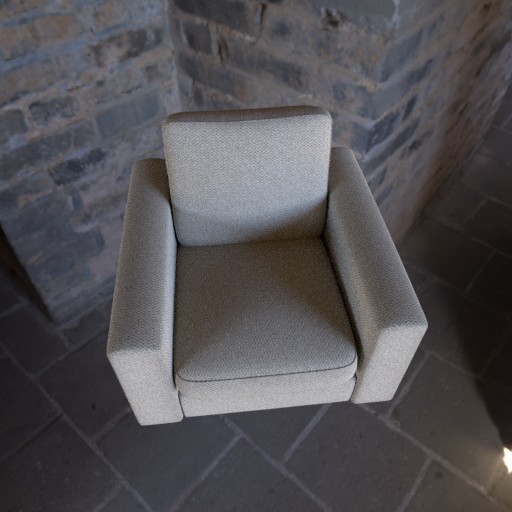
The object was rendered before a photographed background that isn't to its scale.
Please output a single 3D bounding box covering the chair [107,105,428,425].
[{"bbox_3d":[0.000,0.000,1.751,1.005,0.873,1.016,-4,47,-4],"label":"chair"}]
